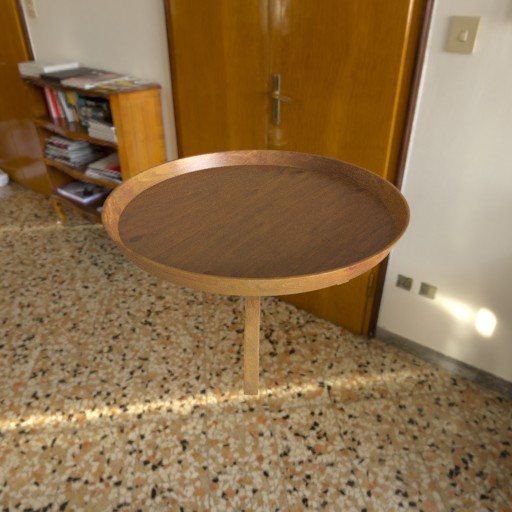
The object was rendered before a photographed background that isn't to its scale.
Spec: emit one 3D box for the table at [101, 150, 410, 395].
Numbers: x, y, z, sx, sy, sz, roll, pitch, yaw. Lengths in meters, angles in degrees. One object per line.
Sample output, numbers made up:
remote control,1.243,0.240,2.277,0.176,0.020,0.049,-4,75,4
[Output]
table,0.000,0.000,1.606,1.016,0.470,1.016,0,31,0
